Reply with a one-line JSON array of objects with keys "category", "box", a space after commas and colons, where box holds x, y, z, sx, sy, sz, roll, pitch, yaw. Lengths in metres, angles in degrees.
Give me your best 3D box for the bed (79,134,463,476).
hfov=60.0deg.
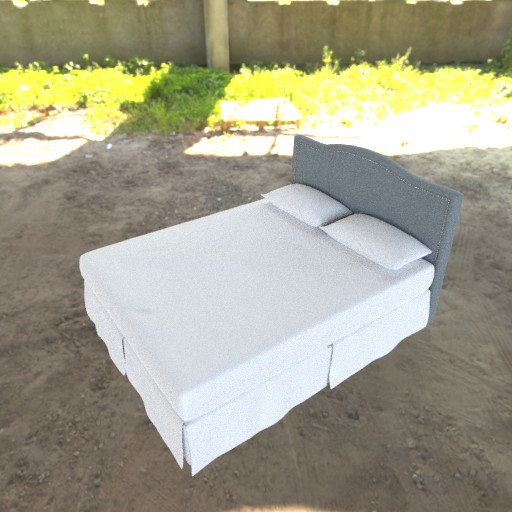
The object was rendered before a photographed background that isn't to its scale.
[{"category": "bed", "box": [0.000, 0.000, 3.945, 2.689, 1.457, 2.161, -21, 37, -30]}]
